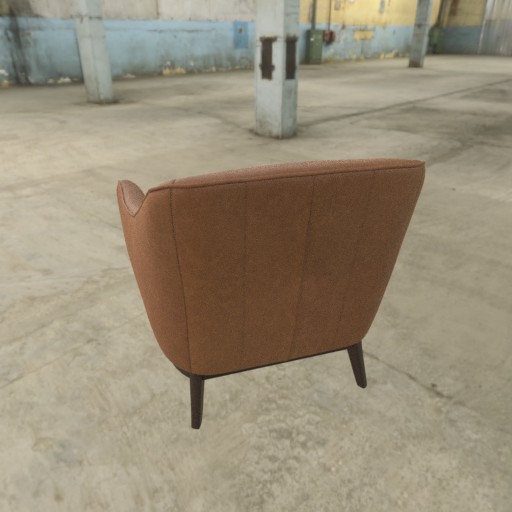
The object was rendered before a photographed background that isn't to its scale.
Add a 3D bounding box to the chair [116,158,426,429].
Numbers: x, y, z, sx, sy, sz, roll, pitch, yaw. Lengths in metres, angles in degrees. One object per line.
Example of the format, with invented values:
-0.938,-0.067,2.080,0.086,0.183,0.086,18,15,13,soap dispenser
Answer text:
0.000,0.000,1.551,0.871,0.830,0.852,-8,27,-16,chair
